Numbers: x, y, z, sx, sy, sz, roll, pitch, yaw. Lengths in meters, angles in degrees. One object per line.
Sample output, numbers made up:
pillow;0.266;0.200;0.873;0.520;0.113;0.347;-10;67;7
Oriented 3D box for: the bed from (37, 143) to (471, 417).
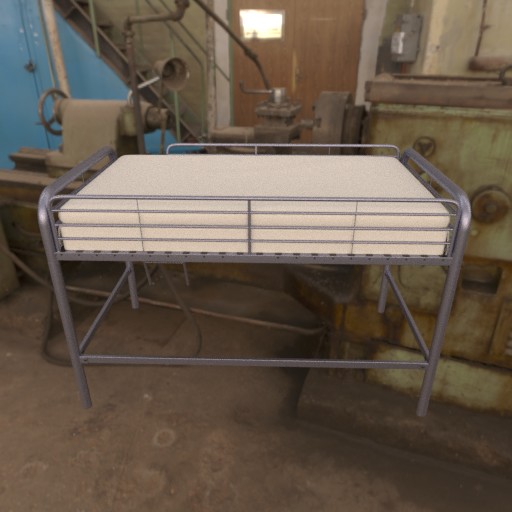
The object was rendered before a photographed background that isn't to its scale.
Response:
bed;0.000;0.000;2.857;1.965;1.288;1.415;1;27;2
